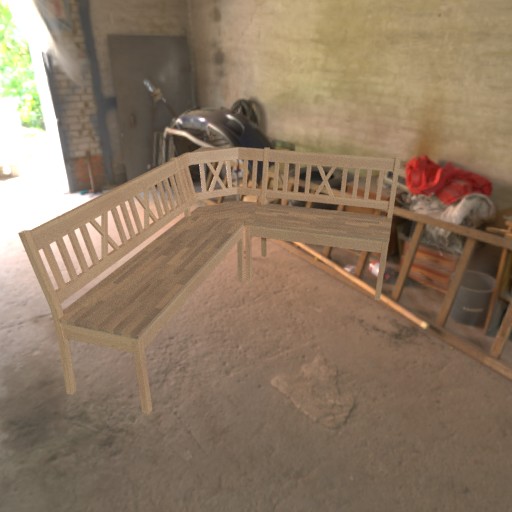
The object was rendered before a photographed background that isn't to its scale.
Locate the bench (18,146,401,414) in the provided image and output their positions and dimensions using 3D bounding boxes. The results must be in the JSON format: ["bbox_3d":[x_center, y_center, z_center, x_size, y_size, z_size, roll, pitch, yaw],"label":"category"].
[{"bbox_3d":[0.000,0.000,2.728,1.537,0.902,1.937,8,27,16],"label":"bench"}]
